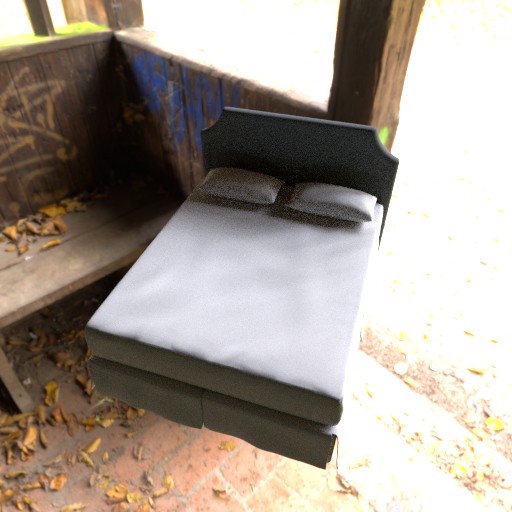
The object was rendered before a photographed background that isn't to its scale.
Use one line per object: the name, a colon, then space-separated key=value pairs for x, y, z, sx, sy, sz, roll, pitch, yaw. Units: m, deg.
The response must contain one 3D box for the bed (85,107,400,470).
bed: x=0.000 y=0.000 z=3.363 sx=1.811 sy=1.296 sz=2.259 roll=12 pitch=42 yaw=14
